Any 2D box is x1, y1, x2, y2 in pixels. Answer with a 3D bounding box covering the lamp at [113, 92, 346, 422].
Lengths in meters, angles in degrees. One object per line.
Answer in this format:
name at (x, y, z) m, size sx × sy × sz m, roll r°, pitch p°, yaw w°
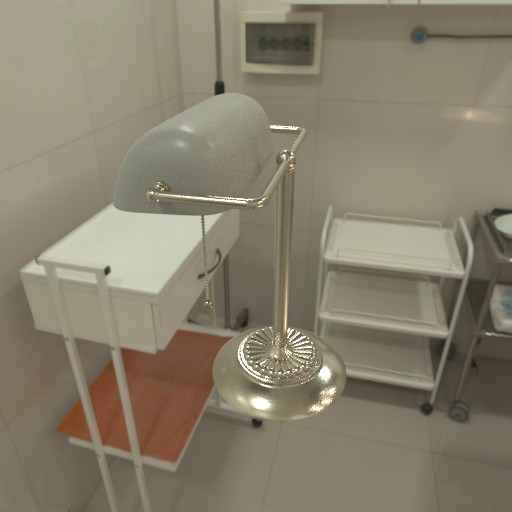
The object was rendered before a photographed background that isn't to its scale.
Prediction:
lamp at (0.000, 0.000, 0.522) m, size 0.243 × 0.339 × 0.264 m, roll 7°, pitch 30°, yaw 12°
